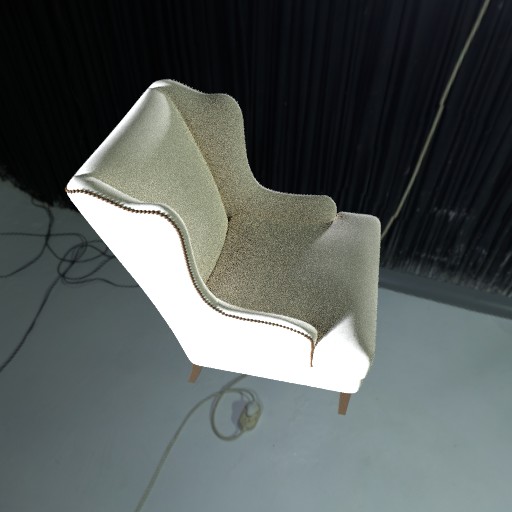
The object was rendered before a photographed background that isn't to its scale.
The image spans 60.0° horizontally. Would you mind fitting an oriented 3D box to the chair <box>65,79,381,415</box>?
[{"bbox_3d":[0.000,0.000,1.695,0.940,1.029,0.737,9,47,9],"label":"chair"}]
